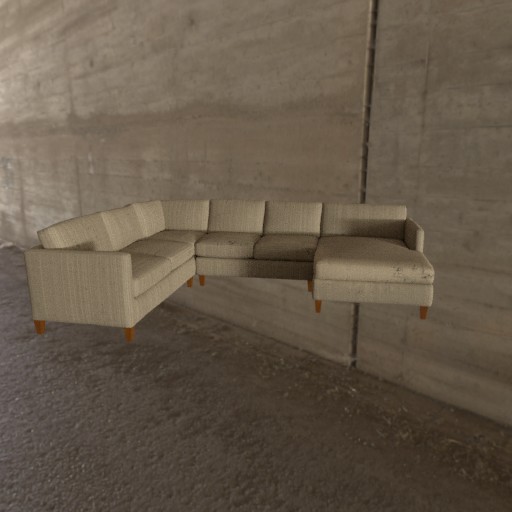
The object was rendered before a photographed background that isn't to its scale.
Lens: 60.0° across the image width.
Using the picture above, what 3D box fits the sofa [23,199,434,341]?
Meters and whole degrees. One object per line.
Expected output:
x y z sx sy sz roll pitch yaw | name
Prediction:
0.000 0.000 4.600 3.460 0.961 2.594 2 13 10 | sofa
